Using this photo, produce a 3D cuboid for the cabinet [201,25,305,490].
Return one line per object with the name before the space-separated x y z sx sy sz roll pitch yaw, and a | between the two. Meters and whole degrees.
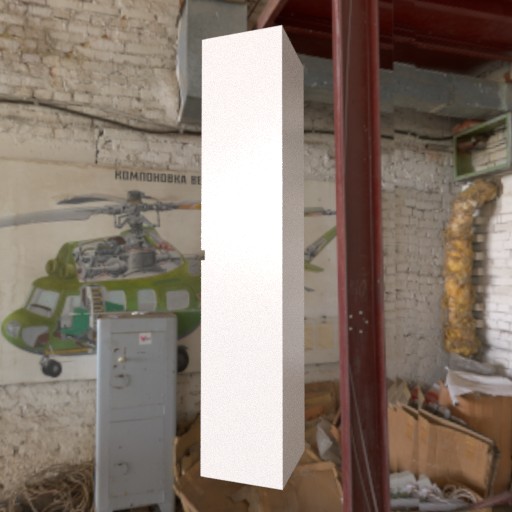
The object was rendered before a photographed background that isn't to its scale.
cabinet | 0.000 0.000 1.521 0.269 1.400 0.300 -1 -2 19
